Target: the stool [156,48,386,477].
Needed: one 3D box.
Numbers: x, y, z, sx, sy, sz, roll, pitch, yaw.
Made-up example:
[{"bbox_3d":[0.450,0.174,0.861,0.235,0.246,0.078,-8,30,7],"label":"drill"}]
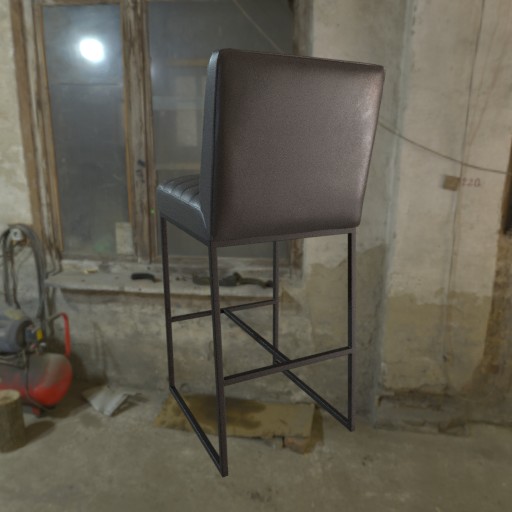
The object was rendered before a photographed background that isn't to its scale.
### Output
[{"bbox_3d":[0.000,0.000,1.333,0.457,1.040,0.552,-7,15,-26],"label":"stool"}]
